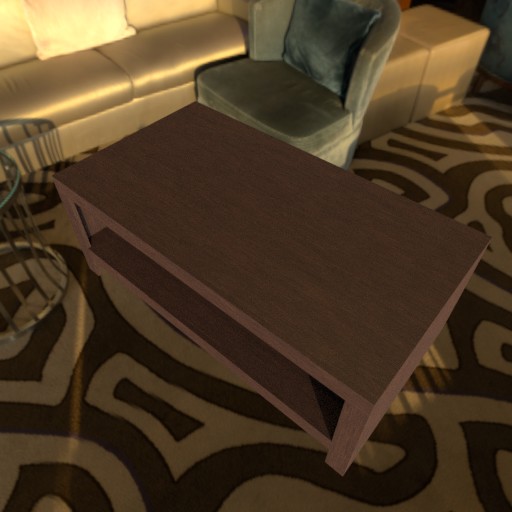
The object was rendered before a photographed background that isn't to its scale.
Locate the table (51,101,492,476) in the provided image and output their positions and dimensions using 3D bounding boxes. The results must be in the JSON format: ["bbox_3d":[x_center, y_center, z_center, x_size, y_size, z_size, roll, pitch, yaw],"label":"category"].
[{"bbox_3d":[0.000,0.000,1.391,1.099,0.424,0.597,32,55,26],"label":"table"}]
